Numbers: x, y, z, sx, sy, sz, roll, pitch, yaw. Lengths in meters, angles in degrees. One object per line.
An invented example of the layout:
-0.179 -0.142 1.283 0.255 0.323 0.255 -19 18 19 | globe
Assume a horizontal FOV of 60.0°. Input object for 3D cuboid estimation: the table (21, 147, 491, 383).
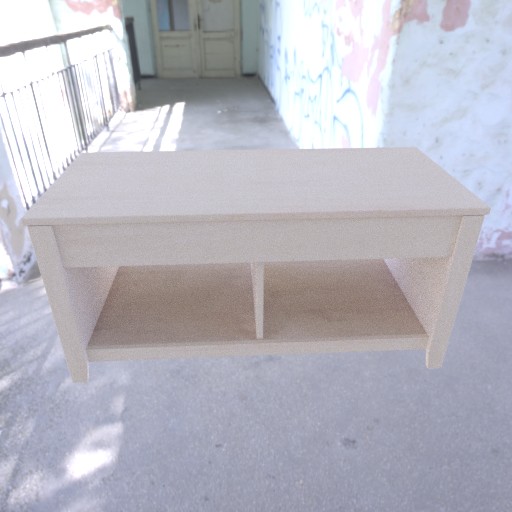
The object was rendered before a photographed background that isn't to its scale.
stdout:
0.000 0.000 1.273 1.016 0.483 0.457 -2 30 -3 | table
